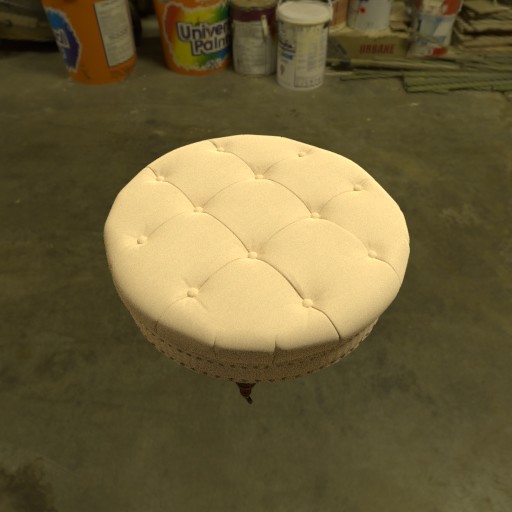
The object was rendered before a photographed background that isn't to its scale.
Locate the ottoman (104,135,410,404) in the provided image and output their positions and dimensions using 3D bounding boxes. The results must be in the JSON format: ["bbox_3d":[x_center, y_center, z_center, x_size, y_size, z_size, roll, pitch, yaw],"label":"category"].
[{"bbox_3d":[0.000,0.000,1.432,0.901,0.439,0.901,0,47,0],"label":"ottoman"}]
